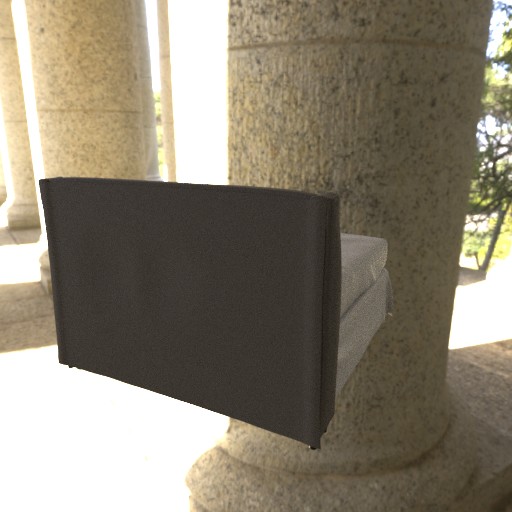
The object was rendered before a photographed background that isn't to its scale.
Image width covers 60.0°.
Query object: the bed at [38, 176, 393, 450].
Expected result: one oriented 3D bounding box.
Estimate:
[{"bbox_3d":[0.000,0.000,3.453,1.925,1.332,2.276,8,17,27],"label":"bed"}]
